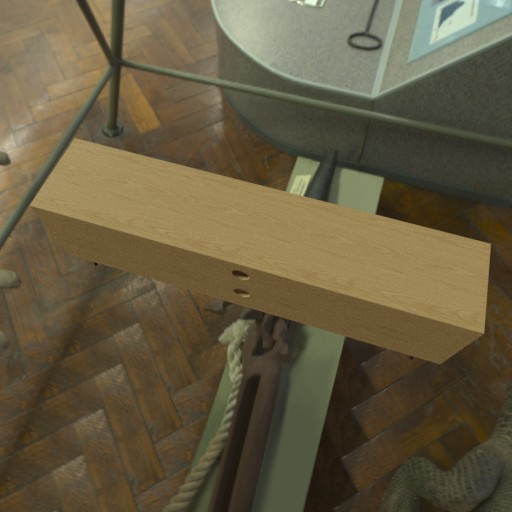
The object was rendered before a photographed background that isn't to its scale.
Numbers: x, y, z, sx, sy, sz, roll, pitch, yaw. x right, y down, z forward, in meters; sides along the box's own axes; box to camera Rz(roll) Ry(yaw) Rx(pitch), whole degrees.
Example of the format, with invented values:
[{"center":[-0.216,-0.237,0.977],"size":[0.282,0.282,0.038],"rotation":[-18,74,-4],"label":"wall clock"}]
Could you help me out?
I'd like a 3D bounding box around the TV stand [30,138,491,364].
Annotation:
[{"center":[0.000,0.000,1.984],"size":[1.760,0.580,0.400],"rotation":[16,63,8],"label":"TV stand"}]
